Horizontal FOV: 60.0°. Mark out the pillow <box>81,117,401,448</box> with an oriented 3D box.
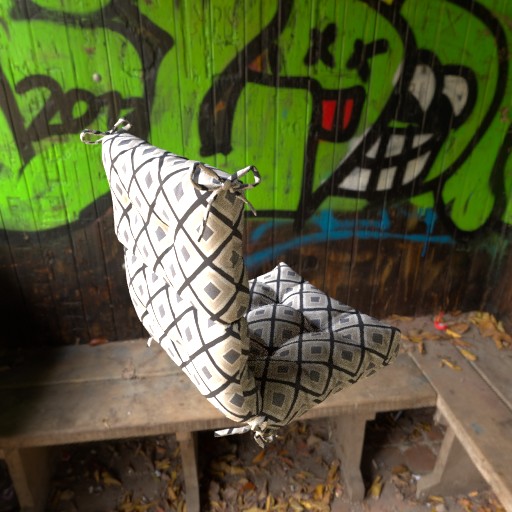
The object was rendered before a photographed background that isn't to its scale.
[{"bbox_3d":[0.000,0.000,1.027,0.571,0.605,0.519,-18,31,-32],"label":"pillow"}]
